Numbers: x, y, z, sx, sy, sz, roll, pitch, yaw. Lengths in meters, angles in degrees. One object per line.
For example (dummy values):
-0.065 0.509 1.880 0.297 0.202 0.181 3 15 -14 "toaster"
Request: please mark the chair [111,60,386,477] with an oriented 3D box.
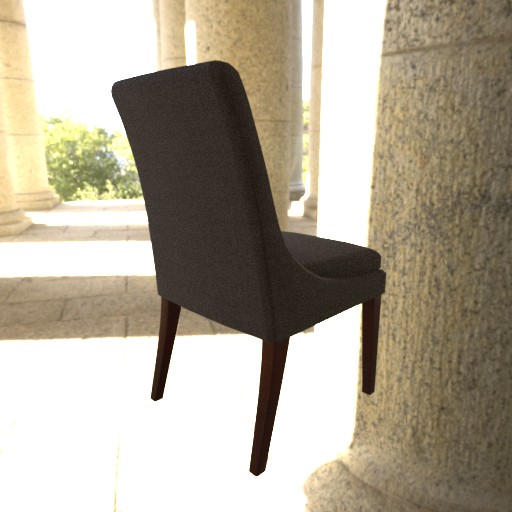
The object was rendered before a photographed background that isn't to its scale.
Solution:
0.000 0.000 1.306 0.655 0.952 0.508 -13 19 -43 "chair"
